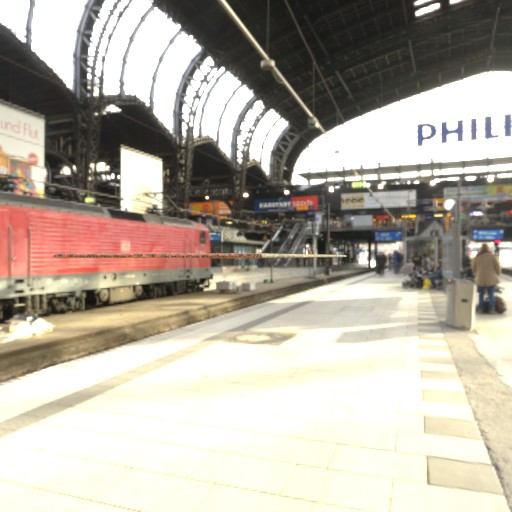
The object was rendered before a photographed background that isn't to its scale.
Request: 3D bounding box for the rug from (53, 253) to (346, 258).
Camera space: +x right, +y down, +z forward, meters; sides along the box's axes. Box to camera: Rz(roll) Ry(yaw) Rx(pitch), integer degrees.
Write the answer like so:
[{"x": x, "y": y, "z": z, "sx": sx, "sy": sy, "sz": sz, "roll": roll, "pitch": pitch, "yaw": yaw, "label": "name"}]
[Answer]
[{"x": 0.000, "y": 0.000, "z": 2.626, "sx": 0.810, "sy": 0.016, "sz": 2.413, "roll": 0, "pitch": 0, "yaw": 18, "label": "rug"}]
